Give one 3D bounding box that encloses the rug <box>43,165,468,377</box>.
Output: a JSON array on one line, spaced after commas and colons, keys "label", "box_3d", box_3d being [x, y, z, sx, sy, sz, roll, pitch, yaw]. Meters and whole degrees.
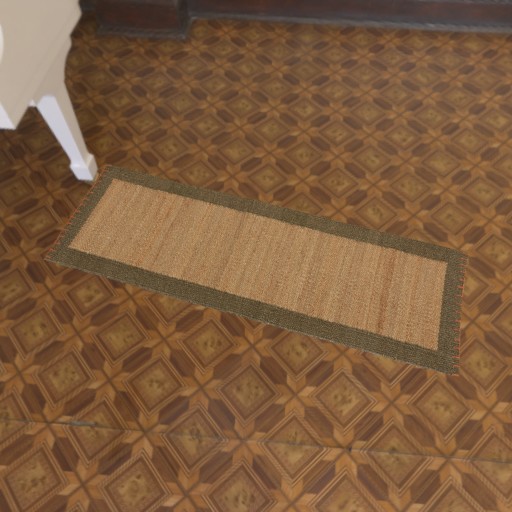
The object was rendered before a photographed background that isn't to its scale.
[{"label": "rug", "box_3d": [0.000, 0.000, 2.650, 2.413, 0.016, 0.810, 15, 59, 9]}]
